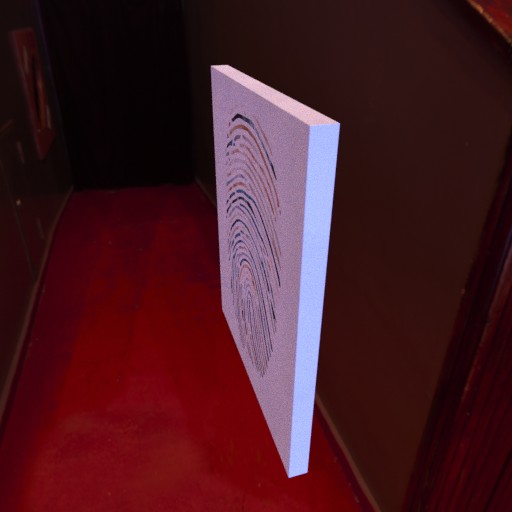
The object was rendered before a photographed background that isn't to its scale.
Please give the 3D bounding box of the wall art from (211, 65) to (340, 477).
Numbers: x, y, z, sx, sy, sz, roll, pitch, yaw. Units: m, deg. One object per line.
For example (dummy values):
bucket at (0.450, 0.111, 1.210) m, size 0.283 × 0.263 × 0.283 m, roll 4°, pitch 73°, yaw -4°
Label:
wall art at (0.000, 0.000, 0.835) m, size 0.037 × 0.606 × 0.508 m, roll -9°, pitch 31°, yaw -15°
